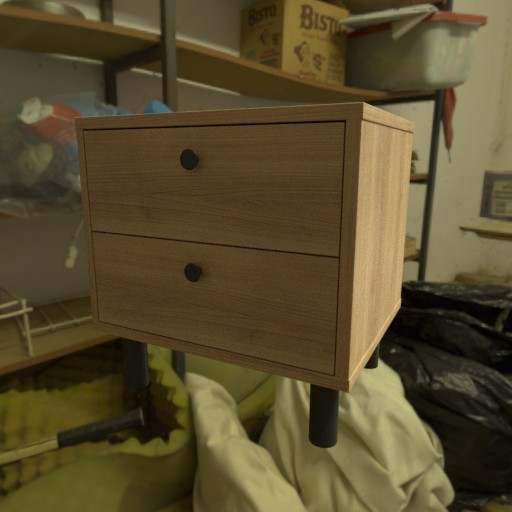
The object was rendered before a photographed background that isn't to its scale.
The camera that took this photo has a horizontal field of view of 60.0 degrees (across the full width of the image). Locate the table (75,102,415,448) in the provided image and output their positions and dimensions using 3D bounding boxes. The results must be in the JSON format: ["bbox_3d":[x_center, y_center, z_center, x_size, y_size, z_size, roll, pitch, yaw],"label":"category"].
[{"bbox_3d":[0.000,0.000,0.783,0.445,0.460,0.380,7,14,27],"label":"table"}]
